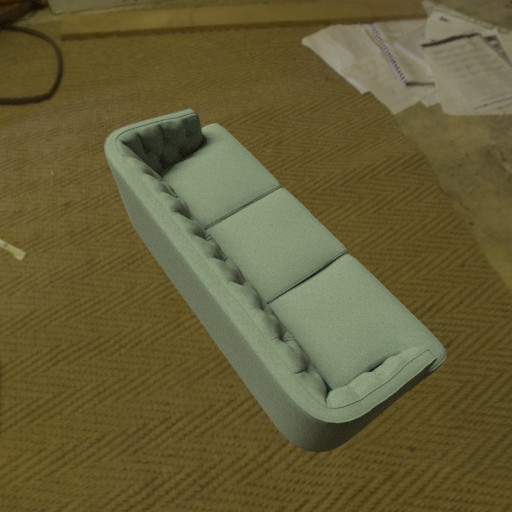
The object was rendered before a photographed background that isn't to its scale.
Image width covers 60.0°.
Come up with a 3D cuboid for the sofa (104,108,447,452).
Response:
[{"bbox_3d":[0.000,0.000,2.728,0.941,0.855,2.278,-31,62,-19],"label":"sofa"}]
